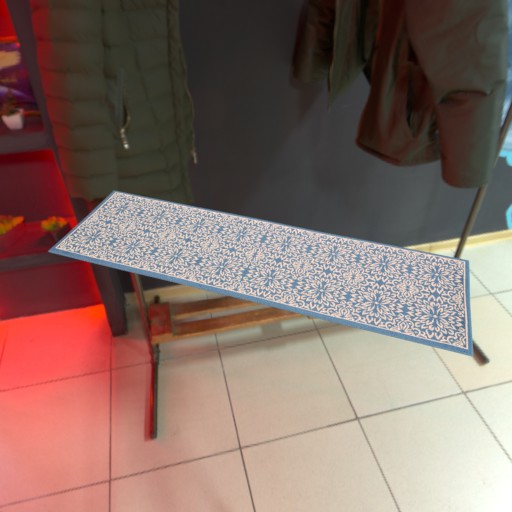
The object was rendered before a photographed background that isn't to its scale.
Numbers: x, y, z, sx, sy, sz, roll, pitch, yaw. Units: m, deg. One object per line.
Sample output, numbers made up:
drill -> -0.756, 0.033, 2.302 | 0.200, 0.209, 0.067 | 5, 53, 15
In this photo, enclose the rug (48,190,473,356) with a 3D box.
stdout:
rug -> 0.000, 0.000, 2.411 | 2.196, 0.011, 0.662 | 12, 42, 14
